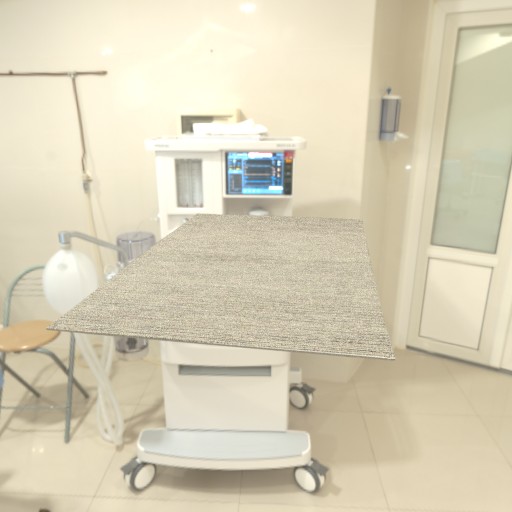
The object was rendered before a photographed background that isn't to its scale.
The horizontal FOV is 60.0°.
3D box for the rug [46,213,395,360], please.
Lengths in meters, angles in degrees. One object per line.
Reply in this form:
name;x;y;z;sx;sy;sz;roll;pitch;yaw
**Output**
rug;0.000;0.000;2.265;1.162;0.022;1.804;3;19;9
